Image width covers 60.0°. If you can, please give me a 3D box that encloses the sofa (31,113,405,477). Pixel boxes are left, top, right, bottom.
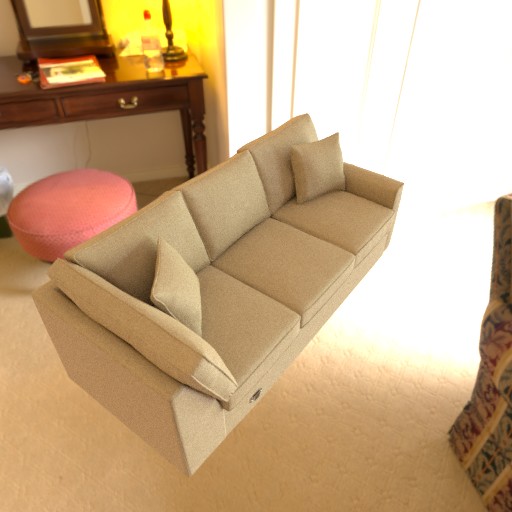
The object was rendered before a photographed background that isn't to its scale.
[{"bbox_3d":[0.000,0.000,2.803,1.061,0.962,2.317,26,47,27],"label":"sofa"}]
